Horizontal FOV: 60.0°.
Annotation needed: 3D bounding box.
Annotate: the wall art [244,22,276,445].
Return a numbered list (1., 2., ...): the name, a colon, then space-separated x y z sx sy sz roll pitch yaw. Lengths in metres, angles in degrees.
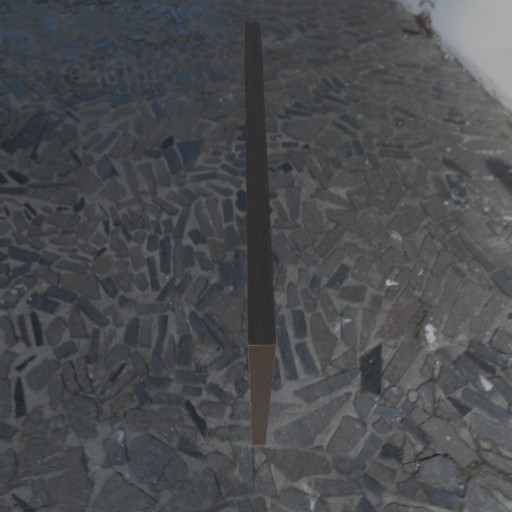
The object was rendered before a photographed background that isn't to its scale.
1. wall art: 0.000 0.000 1.115 0.038 0.762 0.762 -1 58 -1
